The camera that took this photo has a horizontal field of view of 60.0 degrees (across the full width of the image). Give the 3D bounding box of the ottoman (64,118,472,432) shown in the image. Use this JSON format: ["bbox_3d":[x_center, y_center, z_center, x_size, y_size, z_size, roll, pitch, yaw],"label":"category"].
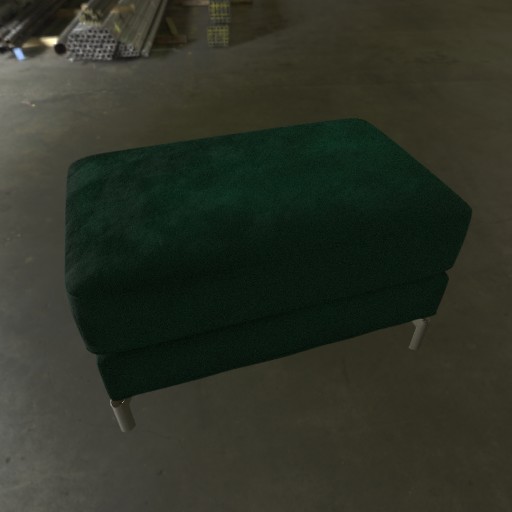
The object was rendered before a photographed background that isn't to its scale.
[{"bbox_3d":[0.000,0.000,1.212,0.886,0.533,0.536,-12,43,-13],"label":"ottoman"}]
